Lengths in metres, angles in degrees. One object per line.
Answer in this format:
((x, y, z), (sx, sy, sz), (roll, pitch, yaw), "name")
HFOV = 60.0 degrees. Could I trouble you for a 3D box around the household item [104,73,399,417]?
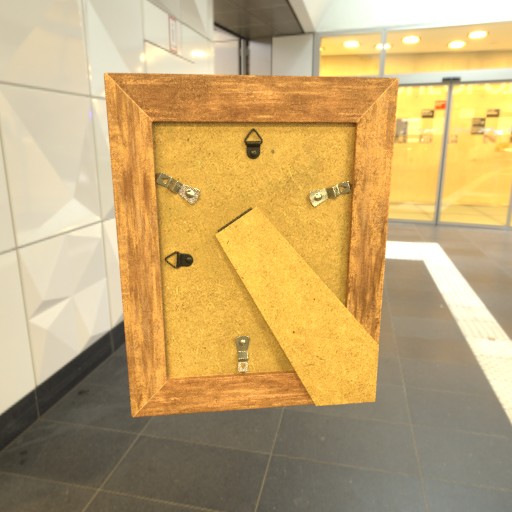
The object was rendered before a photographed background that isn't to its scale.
((0.000, 0.000, 0.313), (0.186, 0.237, 0.018), (-2, 15, -7), "household item")
